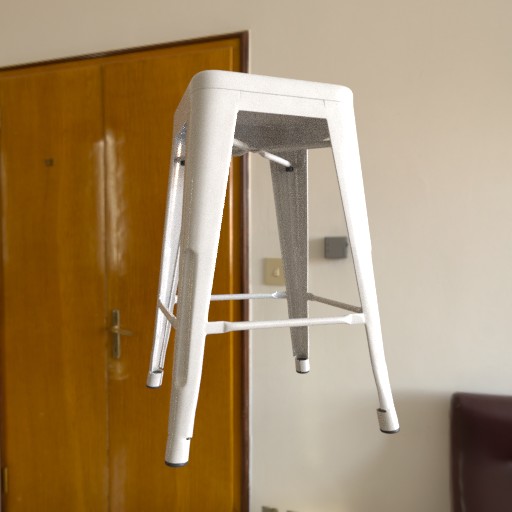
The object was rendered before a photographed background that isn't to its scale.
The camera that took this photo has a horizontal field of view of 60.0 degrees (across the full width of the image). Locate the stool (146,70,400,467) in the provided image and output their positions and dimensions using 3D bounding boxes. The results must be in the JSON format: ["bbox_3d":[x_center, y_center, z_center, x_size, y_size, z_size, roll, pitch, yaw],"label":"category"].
[{"bbox_3d":[0.000,0.000,0.888,0.406,0.610,0.406,-1,2,-18],"label":"stool"}]
